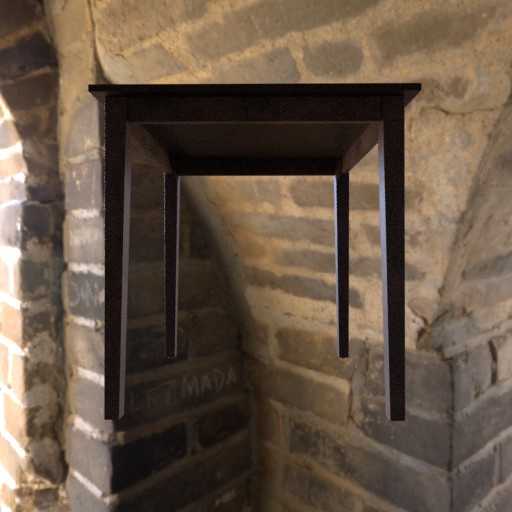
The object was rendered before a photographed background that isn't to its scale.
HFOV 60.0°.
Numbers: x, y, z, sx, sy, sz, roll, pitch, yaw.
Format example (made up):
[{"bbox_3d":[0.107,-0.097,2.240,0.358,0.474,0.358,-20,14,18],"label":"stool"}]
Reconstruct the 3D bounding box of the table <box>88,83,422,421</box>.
[{"bbox_3d":[0.000,0.000,1.367,0.749,0.770,0.749,0,0,1],"label":"table"}]
